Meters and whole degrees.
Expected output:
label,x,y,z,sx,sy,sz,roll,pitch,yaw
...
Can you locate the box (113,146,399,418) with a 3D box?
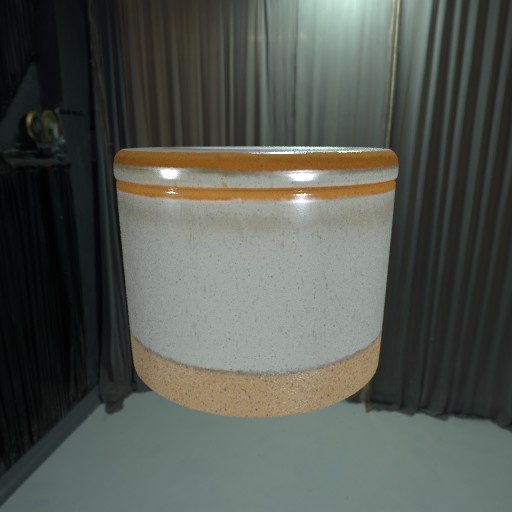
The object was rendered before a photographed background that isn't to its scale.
label,x,y,z,sx,sy,sz,roll,pitch,yaw
box,0.000,0.000,0.211,0.123,0.100,0.123,0,15,0
